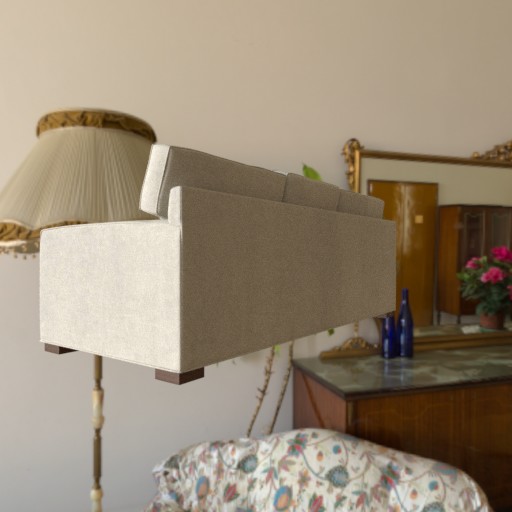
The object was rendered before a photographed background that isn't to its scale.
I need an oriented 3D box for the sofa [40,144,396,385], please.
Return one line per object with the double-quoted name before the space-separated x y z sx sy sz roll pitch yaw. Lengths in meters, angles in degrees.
"sofa" 0.000 0.000 2.582 0.936 0.862 2.093 0 0 37
